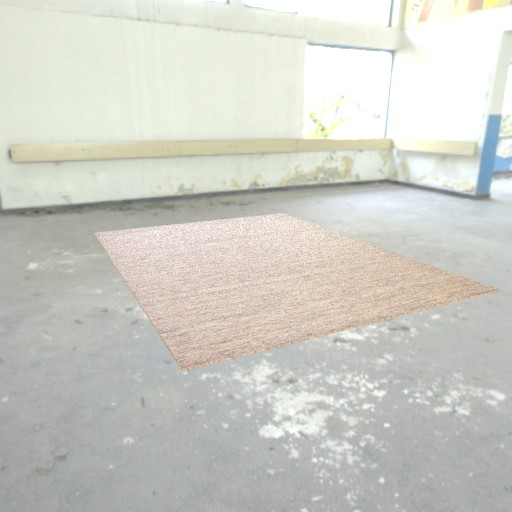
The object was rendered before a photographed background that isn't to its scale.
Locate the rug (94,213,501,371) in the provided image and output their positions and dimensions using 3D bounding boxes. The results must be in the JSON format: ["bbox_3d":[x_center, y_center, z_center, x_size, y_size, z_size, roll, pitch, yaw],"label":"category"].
[{"bbox_3d":[0.000,0.000,4.120,2.448,0.013,3.205,-8,19,-26],"label":"rug"}]
